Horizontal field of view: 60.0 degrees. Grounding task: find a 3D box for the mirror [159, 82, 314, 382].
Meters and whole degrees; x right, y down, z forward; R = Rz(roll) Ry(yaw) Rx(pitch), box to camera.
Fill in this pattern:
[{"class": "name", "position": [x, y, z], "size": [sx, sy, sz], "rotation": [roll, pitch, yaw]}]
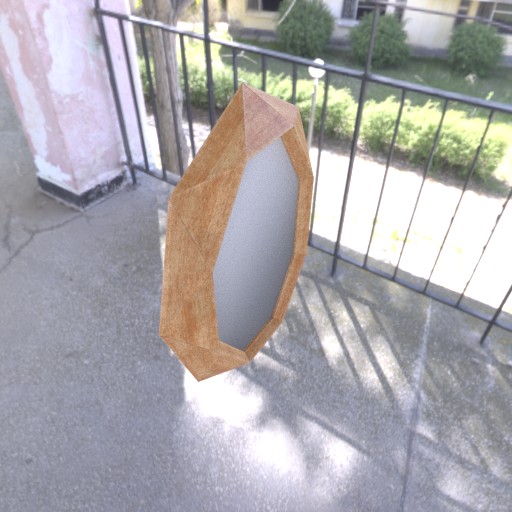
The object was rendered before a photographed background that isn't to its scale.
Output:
[{"class": "mirror", "position": [0.000, 0.000, 1.010], "size": [0.070, 0.774, 0.577], "rotation": [24, 47, 25]}]
